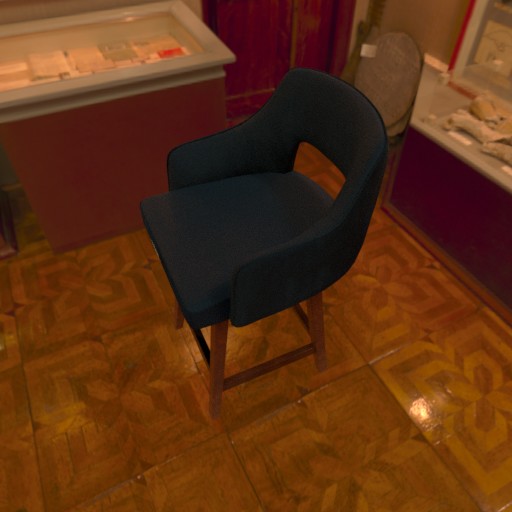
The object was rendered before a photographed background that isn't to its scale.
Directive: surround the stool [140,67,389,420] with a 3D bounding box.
[{"bbox_3d":[0.000,0.000,1.333,0.560,0.940,0.550,-18,48,-17],"label":"stool"}]
